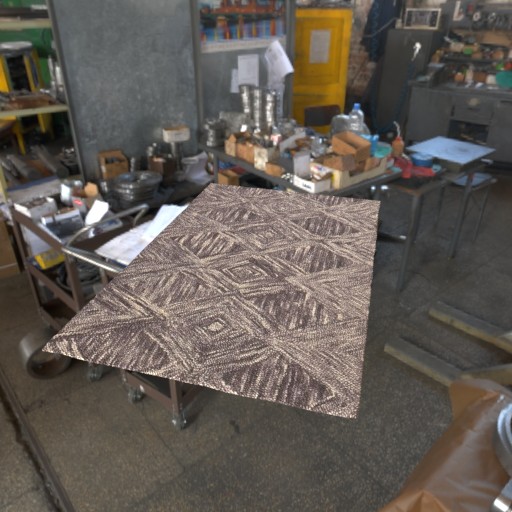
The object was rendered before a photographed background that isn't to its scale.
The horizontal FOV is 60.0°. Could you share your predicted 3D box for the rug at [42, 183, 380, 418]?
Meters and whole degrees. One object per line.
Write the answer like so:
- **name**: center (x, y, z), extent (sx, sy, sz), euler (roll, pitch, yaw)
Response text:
- **rug**: center (0.000, 0.000, 2.296), extent (1.186, 0.012, 1.814), euler (8, 31, 14)
